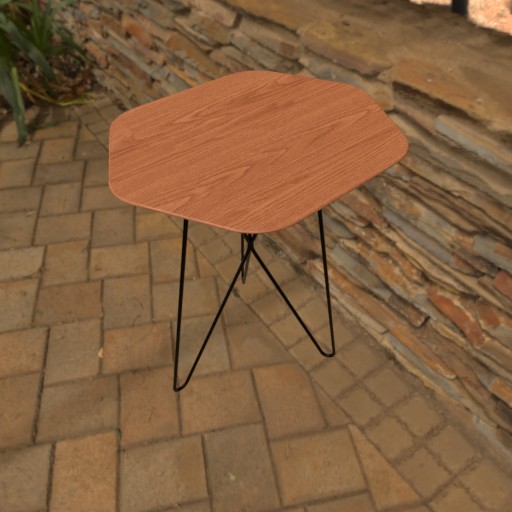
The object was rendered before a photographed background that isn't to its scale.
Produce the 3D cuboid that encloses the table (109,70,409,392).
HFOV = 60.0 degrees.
[{"bbox_3d":[0.000,0.000,0.906,0.500,0.562,0.400,-31,53,-27],"label":"table"}]
